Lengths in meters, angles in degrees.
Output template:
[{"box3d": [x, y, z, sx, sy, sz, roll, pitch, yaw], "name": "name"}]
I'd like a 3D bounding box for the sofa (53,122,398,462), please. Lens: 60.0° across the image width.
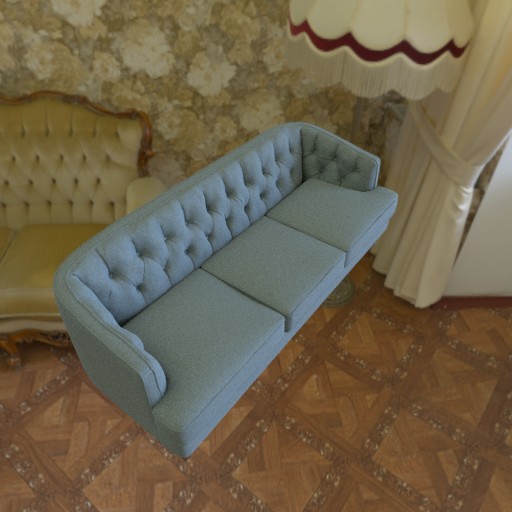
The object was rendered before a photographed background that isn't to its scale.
[{"box3d": [0.000, 0.000, 2.747, 0.941, 0.855, 2.278, 27, 48, 27], "name": "sofa"}]
